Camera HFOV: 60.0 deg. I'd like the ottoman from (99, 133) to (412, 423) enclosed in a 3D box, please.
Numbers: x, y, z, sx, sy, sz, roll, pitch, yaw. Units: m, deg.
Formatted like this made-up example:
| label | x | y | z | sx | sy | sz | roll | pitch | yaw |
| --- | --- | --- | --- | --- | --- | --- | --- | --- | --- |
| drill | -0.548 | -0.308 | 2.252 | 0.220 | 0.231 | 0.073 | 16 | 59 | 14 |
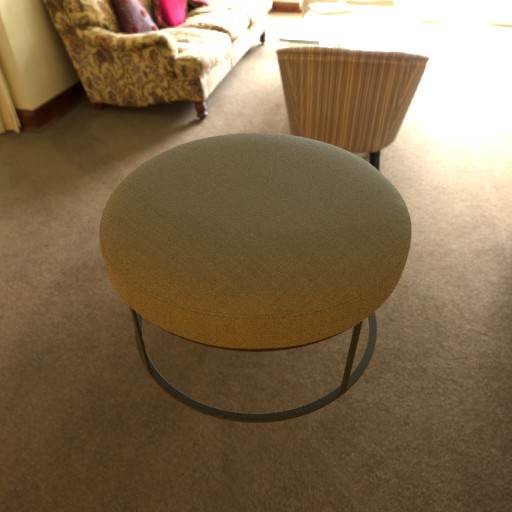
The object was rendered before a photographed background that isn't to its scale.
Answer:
| label | x | y | z | sx | sy | sz | roll | pitch | yaw |
| --- | --- | --- | --- | --- | --- | --- | --- | --- | --- |
| ottoman | 0.000 | 0.000 | 1.222 | 0.772 | 0.460 | 0.772 | 0 | 40 | 0 |
